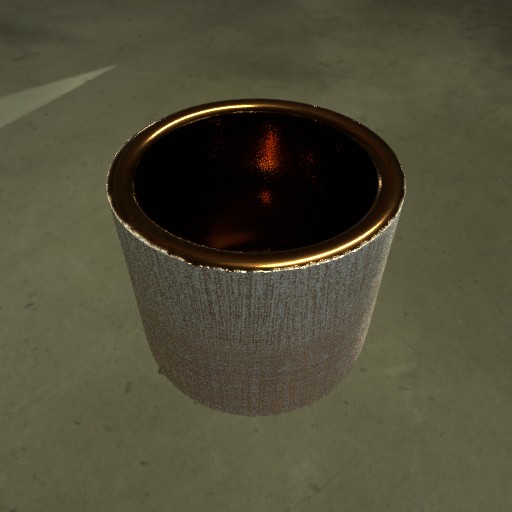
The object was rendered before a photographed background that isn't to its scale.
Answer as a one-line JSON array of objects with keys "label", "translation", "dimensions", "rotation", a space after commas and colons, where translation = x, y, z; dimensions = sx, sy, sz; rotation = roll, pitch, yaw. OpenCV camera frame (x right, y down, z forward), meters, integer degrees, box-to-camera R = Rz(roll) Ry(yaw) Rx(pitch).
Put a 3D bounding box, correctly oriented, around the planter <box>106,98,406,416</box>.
[{"label": "planter", "translation": [0.000, 0.000, 0.319], "dimensions": [0.177, 0.157, 0.177], "rotation": [0, 45, 0]}]
